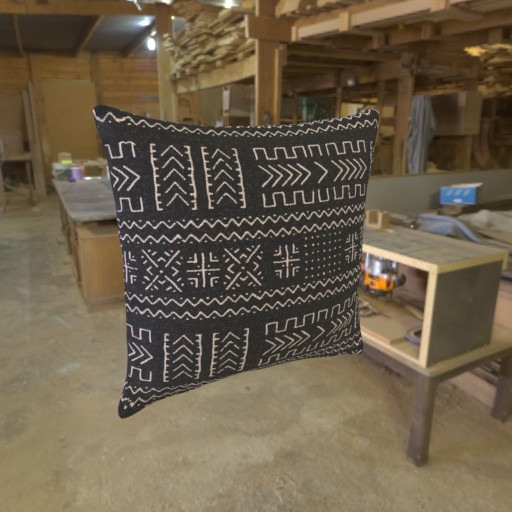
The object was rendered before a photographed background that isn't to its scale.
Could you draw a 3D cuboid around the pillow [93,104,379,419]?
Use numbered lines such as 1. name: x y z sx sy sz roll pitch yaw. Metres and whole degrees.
1. pillow: 0.000 0.000 0.665 0.438 0.430 0.164 -8 18 -26
